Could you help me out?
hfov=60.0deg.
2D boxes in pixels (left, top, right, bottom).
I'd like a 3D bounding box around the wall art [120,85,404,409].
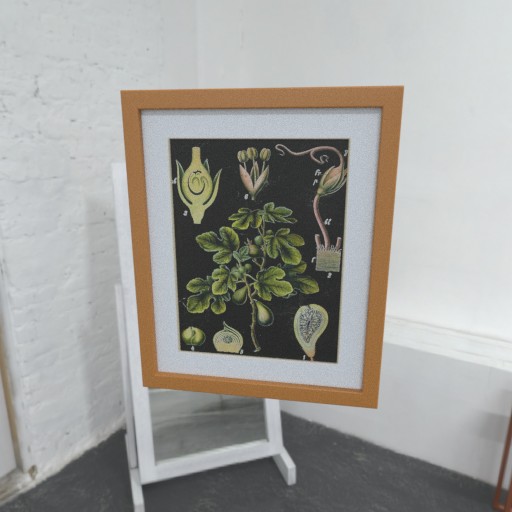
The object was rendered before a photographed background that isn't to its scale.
[{"bbox_3d":[0.000,0.000,0.779,0.452,0.553,0.022,3,16,9],"label":"wall art"}]
